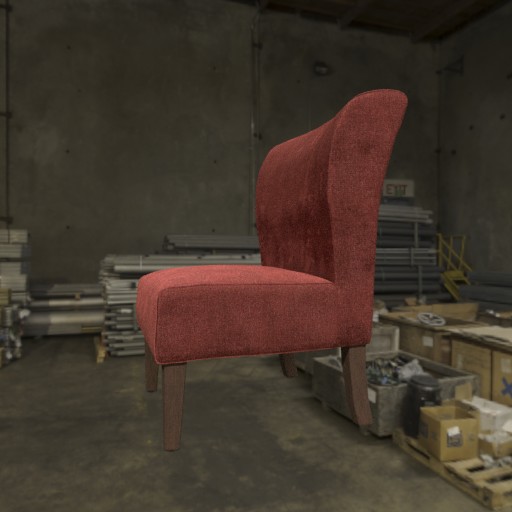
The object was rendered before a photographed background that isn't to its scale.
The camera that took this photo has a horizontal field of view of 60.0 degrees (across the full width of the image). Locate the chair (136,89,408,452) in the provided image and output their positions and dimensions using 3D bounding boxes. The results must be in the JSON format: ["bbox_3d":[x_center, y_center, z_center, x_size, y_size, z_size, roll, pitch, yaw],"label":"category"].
[{"bbox_3d":[0.000,0.000,1.261,0.640,0.846,0.538,0,0,-18],"label":"chair"}]
